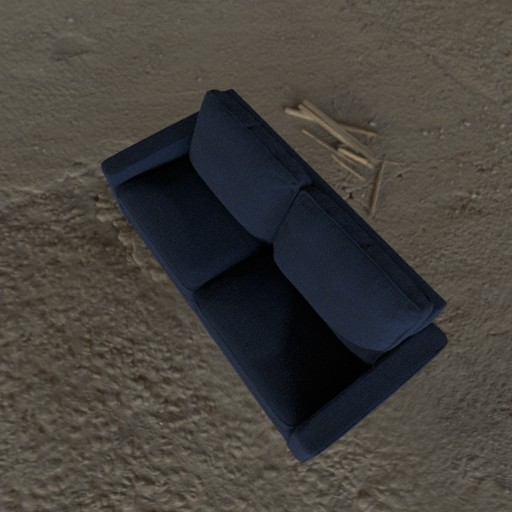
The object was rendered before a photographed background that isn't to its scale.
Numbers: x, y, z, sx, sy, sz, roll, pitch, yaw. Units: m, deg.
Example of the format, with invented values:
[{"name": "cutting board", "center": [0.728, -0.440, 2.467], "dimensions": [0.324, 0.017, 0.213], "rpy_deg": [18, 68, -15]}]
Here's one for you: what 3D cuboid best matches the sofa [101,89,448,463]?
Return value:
[{"name": "sofa", "center": [0.000, 0.000, 2.586], "dimensions": [0.940, 0.919, 2.080], "rpy_deg": [-33, 67, -16]}]
